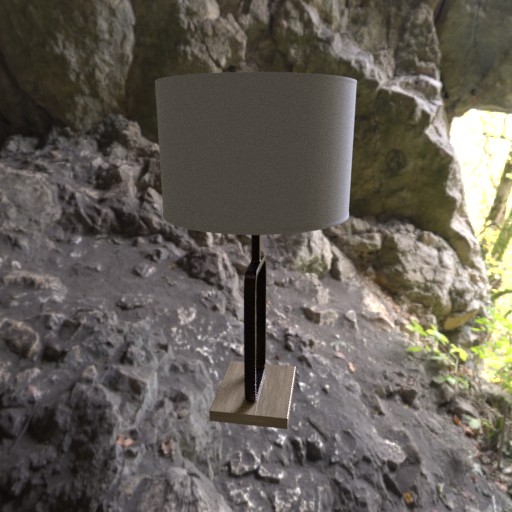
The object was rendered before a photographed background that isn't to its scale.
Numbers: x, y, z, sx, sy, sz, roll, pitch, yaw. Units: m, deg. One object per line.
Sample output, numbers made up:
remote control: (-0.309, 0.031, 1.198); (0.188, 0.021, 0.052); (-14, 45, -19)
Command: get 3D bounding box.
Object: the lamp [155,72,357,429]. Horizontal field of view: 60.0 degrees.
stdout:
lamp: (0.000, 0.000, 0.697); (0.279, 0.508, 0.279); (3, 17, 9)
